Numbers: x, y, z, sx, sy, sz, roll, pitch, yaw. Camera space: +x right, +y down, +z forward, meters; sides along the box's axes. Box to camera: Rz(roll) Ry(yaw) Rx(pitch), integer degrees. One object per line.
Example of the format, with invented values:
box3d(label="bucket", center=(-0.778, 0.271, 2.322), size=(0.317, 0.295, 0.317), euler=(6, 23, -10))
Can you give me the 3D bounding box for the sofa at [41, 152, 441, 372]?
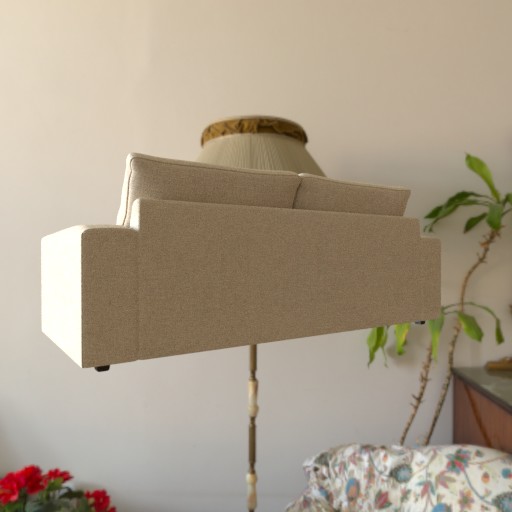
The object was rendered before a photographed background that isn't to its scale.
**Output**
box3d(label="sofa", center=(0.000, 0.000, 2.752), size=(2.299, 0.922, 1.040), euler=(0, 1, -34))
